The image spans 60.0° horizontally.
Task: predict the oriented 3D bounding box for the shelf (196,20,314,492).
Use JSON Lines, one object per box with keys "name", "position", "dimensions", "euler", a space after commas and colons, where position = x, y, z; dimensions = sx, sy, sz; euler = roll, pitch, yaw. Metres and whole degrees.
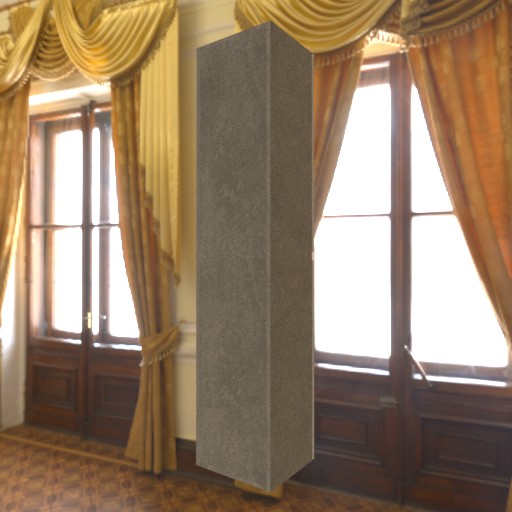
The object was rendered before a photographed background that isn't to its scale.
{"name": "shelf", "position": [0.000, 0.000, 1.512], "dimensions": [0.300, 1.400, 0.270], "euler": [0, 0, 36]}
